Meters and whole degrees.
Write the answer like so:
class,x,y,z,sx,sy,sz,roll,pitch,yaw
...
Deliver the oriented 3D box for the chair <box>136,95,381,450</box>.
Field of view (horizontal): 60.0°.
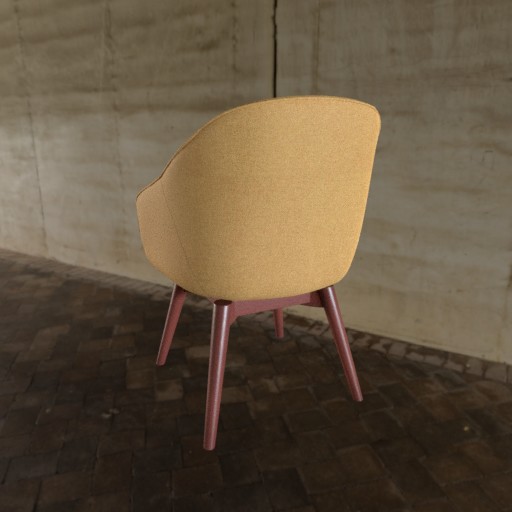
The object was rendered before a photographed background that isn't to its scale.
class,x,y,z,sx,sy,sz,roll,pitch,yaw
chair,0.000,0.000,1.269,0.596,0.823,0.635,-8,17,-26
